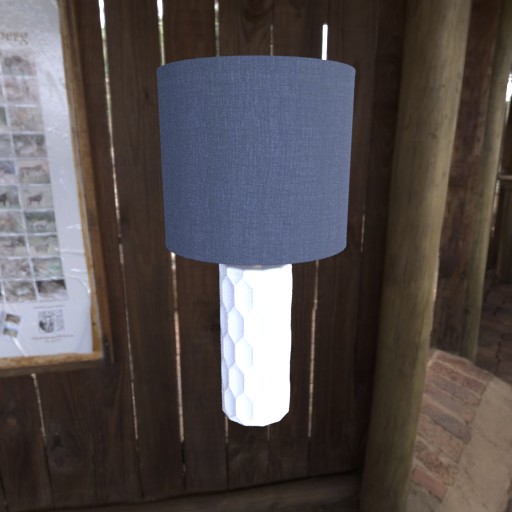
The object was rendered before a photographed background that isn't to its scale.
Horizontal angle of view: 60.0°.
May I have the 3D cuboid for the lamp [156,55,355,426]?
[{"bbox_3d":[0.000,0.000,0.698,0.277,0.537,0.277,-8,17,-27],"label":"lamp"}]
